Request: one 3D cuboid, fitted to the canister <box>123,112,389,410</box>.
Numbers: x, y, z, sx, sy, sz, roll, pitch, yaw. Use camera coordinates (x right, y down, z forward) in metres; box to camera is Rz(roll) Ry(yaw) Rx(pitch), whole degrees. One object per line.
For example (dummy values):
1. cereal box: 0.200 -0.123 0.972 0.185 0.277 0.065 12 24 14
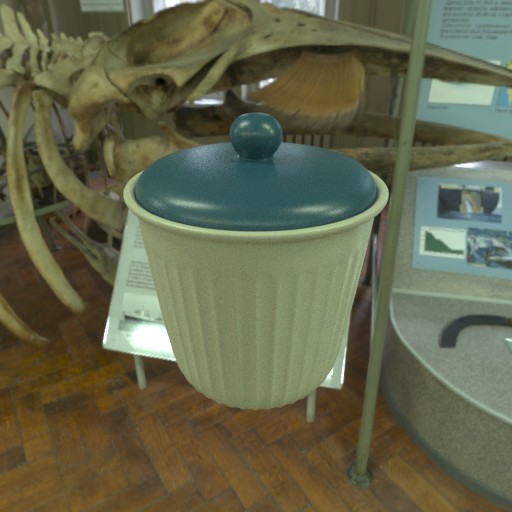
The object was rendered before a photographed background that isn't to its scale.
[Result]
1. canister: 0.000 0.000 0.339 0.181 0.211 0.181 0 27 0
